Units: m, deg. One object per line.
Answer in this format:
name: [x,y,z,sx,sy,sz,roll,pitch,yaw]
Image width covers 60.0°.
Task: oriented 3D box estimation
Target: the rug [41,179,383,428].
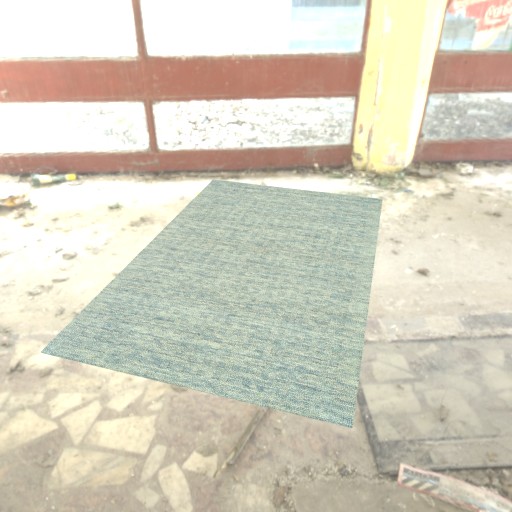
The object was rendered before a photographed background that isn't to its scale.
rug: [0.000,0.000,2.216,1.142,0.006,1.752,9,33,14]
